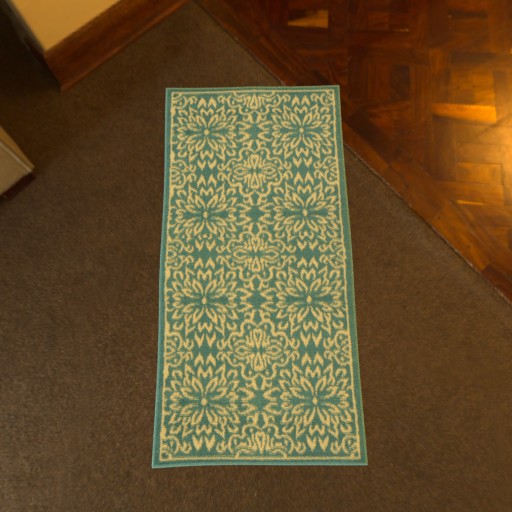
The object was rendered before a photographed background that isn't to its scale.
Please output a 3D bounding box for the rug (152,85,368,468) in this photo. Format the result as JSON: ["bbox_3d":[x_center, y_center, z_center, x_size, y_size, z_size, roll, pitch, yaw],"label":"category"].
[{"bbox_3d":[0.000,0.000,1.391,0.604,0.007,1.219,-1,76,0],"label":"rug"}]
